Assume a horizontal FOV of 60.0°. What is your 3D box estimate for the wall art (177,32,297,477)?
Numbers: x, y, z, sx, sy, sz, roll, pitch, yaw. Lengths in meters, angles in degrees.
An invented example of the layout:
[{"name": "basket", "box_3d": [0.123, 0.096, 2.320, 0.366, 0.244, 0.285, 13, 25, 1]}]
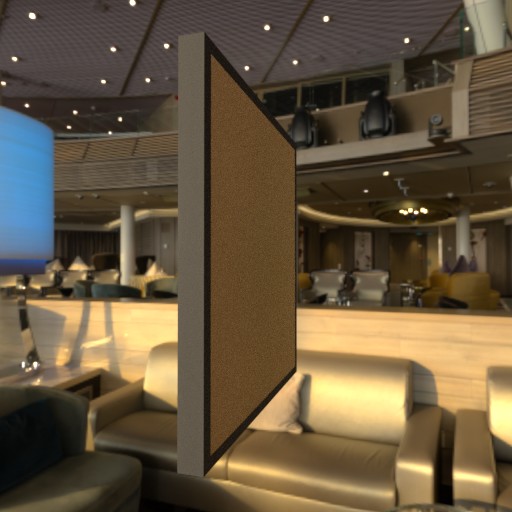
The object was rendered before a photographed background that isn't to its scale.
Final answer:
[{"name": "wall art", "box_3d": [0.000, 0.000, 0.752, 0.033, 0.507, 0.508, 0, -1, 17]}]
